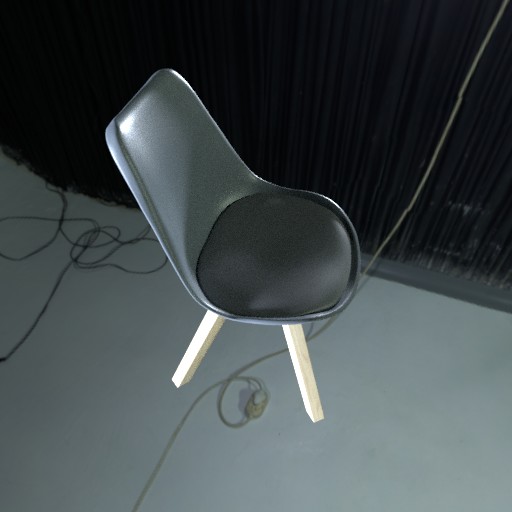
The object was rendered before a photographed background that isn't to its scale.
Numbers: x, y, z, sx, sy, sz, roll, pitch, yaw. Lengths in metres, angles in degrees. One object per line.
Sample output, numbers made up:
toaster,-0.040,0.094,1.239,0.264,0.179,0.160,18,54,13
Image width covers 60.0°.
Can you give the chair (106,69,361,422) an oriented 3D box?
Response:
chair,0.000,0.000,1.185,0.550,0.850,0.485,11,49,10
